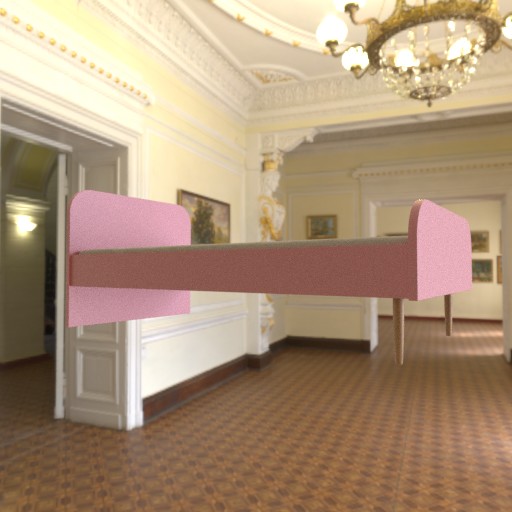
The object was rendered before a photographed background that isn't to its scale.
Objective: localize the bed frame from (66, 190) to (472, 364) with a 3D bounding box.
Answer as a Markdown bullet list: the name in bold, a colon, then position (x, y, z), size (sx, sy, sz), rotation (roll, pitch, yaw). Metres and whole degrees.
- **bed frame**: position (0.000, 0.000, 2.396), size (1.963, 0.805, 0.998), rotation (-1, -2, 35)
